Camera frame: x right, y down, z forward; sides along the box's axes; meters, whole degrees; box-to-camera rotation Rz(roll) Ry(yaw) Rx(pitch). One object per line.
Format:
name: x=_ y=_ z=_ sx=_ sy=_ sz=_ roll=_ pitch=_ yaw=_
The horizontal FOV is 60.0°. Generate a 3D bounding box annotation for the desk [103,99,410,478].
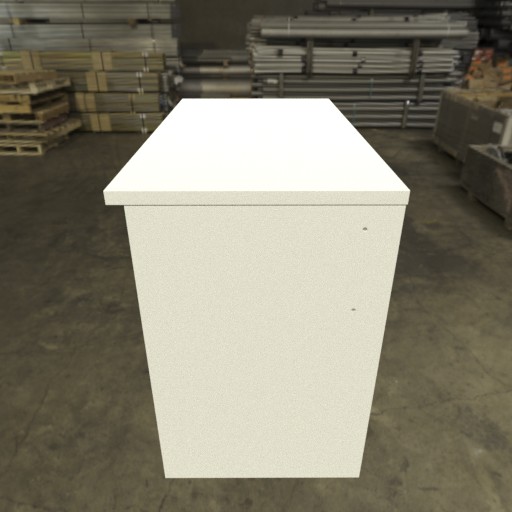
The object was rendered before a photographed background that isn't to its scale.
desk: x=0.000 y=0.000 z=1.287 sx=0.498 sy=0.729 sz=0.900 roll=0 pitch=29 yaw=0
